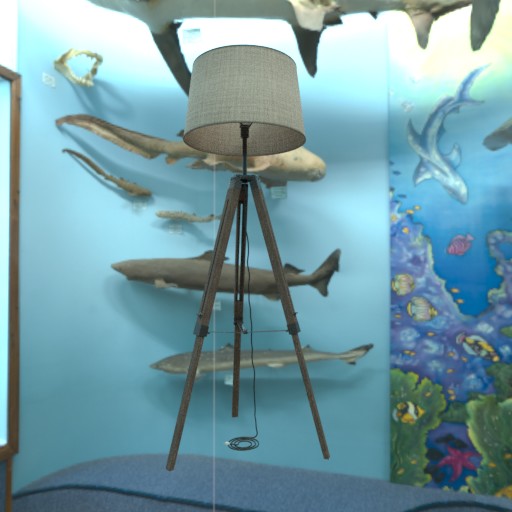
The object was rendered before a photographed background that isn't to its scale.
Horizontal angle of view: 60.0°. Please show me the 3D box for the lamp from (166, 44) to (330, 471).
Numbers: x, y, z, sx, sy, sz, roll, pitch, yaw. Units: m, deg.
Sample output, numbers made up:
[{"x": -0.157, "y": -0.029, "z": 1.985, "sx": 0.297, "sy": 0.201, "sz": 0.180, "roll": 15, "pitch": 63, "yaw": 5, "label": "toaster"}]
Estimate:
[{"x": 0.000, "y": 0.000, "z": 1.771, "sx": 0.587, "sy": 1.510, "sz": 0.604, "roll": 0, "pitch": -1, "yaw": 20, "label": "lamp"}]
